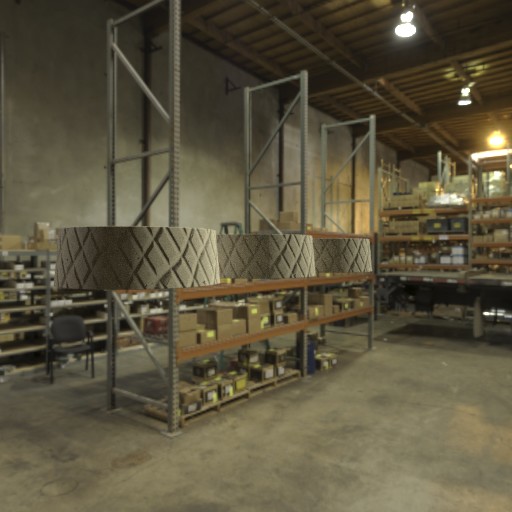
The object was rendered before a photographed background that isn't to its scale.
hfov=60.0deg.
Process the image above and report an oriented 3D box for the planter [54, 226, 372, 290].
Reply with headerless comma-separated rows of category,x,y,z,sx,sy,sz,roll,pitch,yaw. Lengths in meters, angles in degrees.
planter,0.000,0.000,0.428,0.114,0.038,0.390,0,1,37
